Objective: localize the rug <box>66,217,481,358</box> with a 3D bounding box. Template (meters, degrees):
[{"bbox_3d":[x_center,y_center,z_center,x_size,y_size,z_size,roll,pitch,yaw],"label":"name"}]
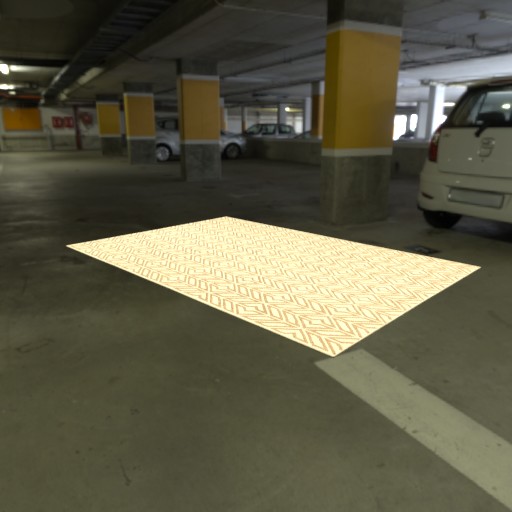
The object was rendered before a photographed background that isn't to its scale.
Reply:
[{"bbox_3d":[0.000,0.000,2.322,1.828,0.007,1.220,15,22,42],"label":"rug"}]
